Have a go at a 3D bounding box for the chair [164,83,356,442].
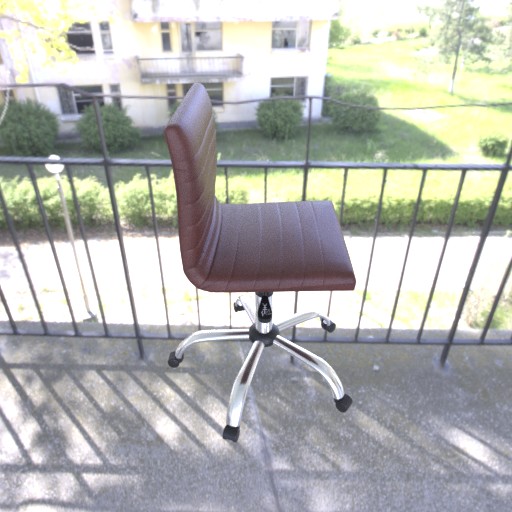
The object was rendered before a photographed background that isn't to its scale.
[{"bbox_3d":[0.000,0.000,1.140,0.530,0.780,0.556,0,32,1],"label":"chair"}]
